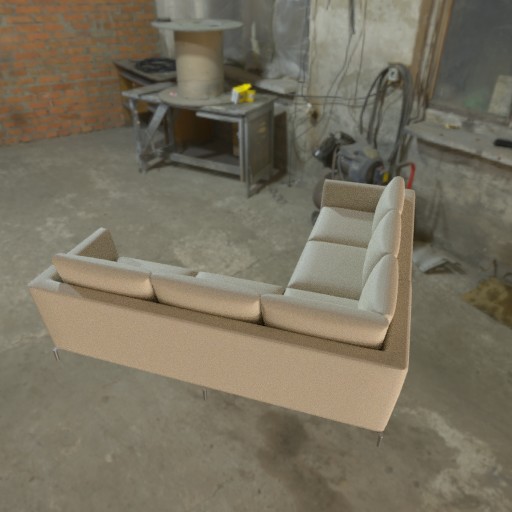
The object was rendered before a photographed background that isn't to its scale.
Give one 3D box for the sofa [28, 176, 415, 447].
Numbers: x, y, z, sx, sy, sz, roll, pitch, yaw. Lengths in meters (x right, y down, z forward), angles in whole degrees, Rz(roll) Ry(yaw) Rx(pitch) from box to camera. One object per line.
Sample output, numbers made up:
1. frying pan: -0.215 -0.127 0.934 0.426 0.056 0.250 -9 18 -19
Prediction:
1. sofa: 0.000 0.000 3.720 2.448 0.867 2.430 10 34 15
